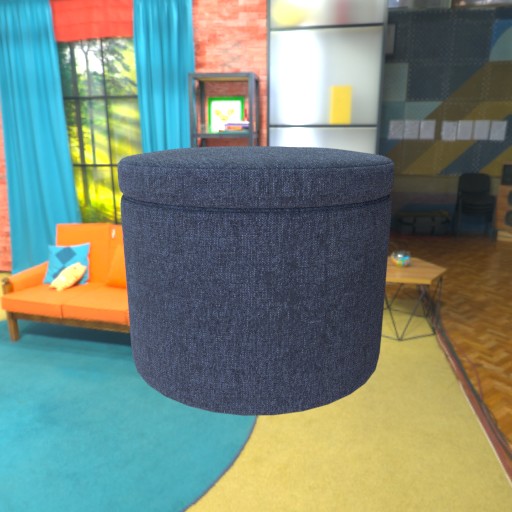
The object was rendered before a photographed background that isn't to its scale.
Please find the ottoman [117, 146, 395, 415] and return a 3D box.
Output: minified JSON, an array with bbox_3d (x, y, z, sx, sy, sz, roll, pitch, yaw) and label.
[{"bbox_3d":[0.000,0.000,0.880,0.500,0.419,0.500,0,15,0],"label":"ottoman"}]
